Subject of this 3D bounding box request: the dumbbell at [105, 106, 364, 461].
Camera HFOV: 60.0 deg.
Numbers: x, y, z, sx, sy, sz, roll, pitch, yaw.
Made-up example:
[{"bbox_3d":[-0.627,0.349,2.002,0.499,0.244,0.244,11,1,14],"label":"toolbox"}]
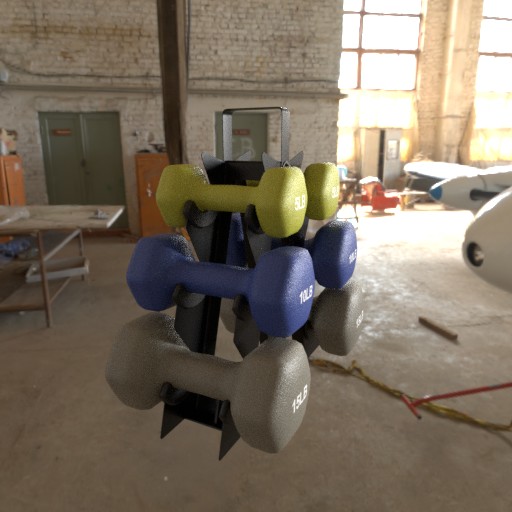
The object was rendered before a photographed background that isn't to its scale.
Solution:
[{"bbox_3d":[0.000,0.000,0.673,0.261,0.426,0.416,7,16,26],"label":"dumbbell"}]
